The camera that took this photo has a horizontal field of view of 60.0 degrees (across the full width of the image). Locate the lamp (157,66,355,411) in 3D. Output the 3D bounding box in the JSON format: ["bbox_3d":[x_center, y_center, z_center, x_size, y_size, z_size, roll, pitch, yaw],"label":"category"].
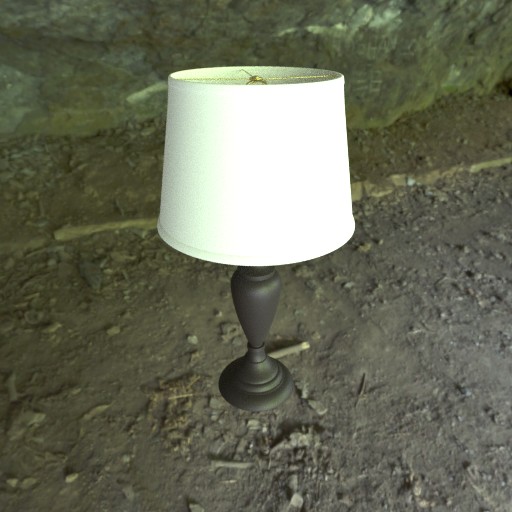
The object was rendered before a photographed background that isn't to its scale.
[{"bbox_3d":[0.000,0.000,0.801,0.335,0.611,0.335,0,28,0],"label":"lamp"}]
